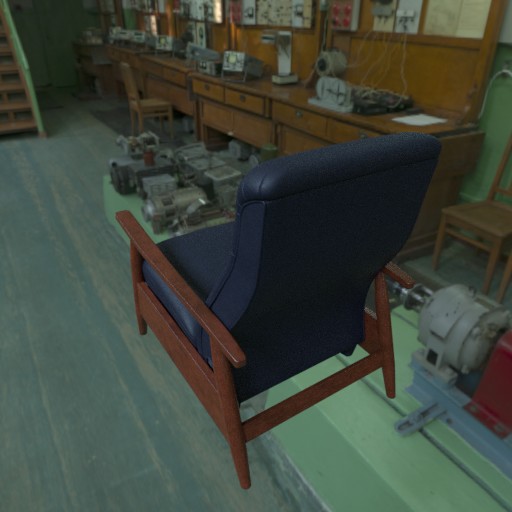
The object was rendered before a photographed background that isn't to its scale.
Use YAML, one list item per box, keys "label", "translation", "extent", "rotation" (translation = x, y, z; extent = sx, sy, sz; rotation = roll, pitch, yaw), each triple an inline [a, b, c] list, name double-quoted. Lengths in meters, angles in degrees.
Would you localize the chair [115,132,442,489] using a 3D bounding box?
- label: "chair"
  translation: [0.000, 0.000, 1.716]
  extent: [0.762, 1.082, 1.014]
  rotation: [-18, 35, -28]
